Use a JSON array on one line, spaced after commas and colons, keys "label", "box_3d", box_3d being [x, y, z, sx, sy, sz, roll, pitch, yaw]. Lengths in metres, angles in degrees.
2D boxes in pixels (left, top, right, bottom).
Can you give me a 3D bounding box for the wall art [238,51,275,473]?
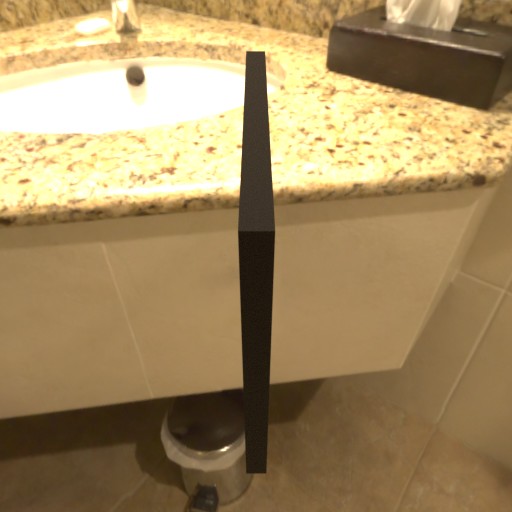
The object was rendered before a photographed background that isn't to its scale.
[{"label": "wall art", "box_3d": [0.000, 0.000, 0.752, 0.033, 0.507, 0.508, 0, 41, 0]}]
